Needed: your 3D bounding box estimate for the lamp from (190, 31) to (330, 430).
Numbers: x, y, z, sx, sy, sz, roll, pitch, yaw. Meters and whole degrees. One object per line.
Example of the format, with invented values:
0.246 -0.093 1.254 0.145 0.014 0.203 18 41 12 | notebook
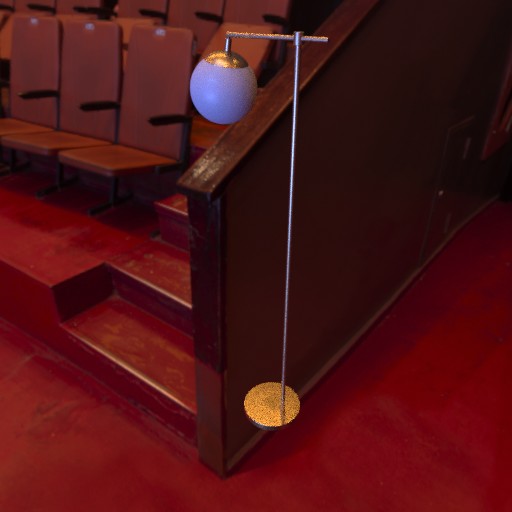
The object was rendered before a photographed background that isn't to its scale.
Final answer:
0.000 0.000 1.654 0.476 1.505 0.249 21 36 31 | lamp
